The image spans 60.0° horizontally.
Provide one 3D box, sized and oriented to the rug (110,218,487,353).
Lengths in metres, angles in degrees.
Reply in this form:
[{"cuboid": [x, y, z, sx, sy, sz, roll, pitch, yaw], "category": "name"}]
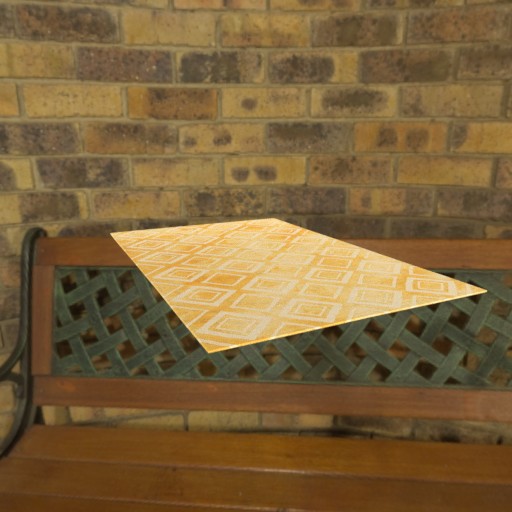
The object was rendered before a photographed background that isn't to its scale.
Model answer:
[{"cuboid": [0.000, 0.000, 2.349, 1.213, 0.010, 1.829, -7, 17, -25], "category": "rug"}]
